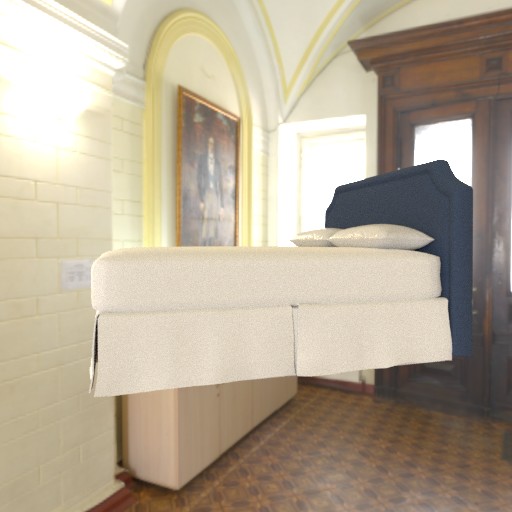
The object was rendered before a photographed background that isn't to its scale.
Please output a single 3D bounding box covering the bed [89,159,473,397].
[{"bbox_3d":[0.000,0.000,3.247,2.260,1.297,1.831,0,1,-18],"label":"bed"}]
